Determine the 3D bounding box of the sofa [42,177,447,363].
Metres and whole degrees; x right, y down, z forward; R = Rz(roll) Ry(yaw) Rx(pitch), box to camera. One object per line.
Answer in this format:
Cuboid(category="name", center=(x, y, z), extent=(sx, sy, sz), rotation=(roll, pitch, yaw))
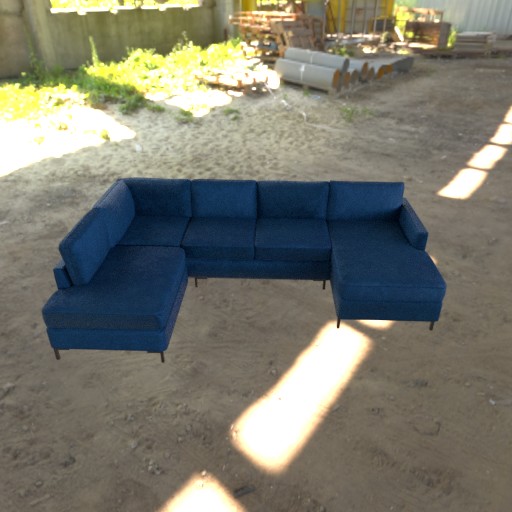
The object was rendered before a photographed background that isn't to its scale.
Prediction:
Cuboid(category="sofa", center=(0.000, 0.000, 4.399), extent=(3.434, 0.992, 2.055), rotation=(1, 30, 2))
